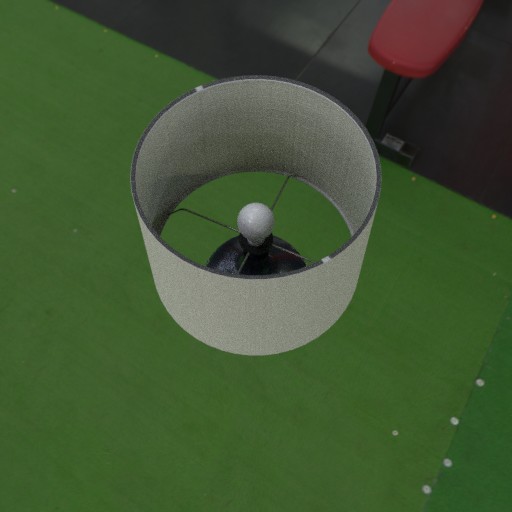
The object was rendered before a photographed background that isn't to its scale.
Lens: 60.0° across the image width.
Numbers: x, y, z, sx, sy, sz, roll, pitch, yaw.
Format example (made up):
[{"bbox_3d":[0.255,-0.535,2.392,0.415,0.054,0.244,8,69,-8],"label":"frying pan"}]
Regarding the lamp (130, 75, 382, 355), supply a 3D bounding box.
[{"bbox_3d":[0.000,0.000,0.818,0.376,0.540,0.376,0,64,0],"label":"lamp"}]
